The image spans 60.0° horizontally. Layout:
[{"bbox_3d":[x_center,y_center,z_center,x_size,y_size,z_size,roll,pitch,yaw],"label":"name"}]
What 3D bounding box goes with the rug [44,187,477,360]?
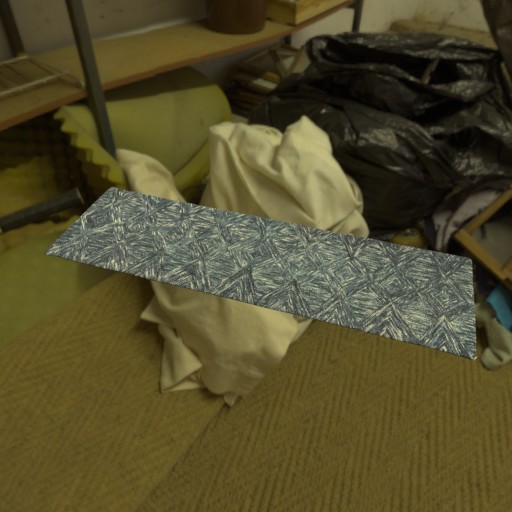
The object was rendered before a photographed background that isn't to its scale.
[{"bbox_3d":[0.000,0.000,2.488,2.306,0.013,0.719,12,44,13],"label":"rug"}]
